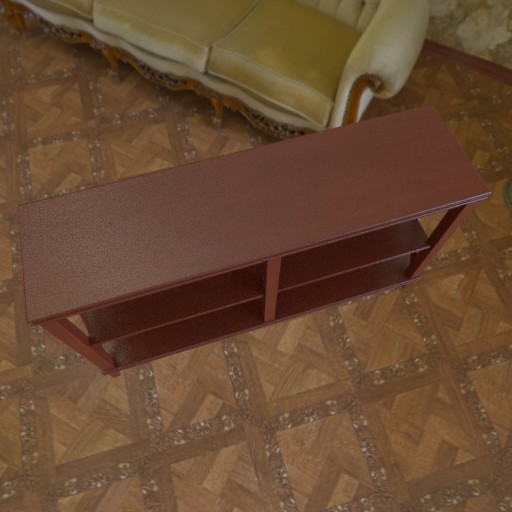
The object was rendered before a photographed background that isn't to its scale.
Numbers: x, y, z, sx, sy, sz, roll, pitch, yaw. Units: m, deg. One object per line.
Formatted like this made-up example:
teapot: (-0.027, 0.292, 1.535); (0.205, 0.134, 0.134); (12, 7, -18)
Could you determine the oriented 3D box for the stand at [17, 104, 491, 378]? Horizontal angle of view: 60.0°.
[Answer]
stand: (0.000, 0.000, 1.667); (1.372, 0.762, 0.381); (-16, 64, -8)
